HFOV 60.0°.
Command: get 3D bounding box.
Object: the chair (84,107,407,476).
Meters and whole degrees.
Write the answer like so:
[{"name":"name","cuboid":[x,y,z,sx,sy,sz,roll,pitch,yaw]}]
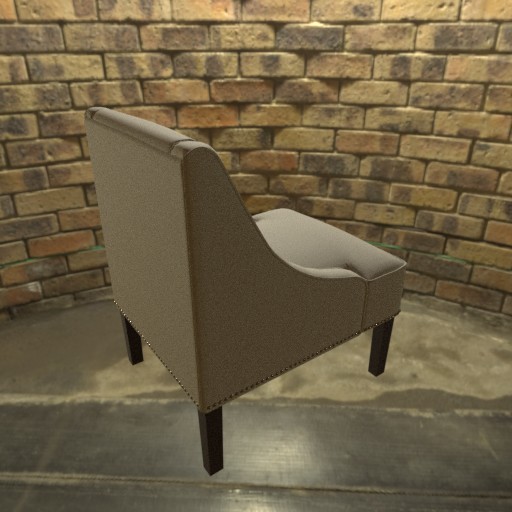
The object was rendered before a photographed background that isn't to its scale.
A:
[{"name":"chair","cuboid":[0.000,0.000,1.357,0.737,0.864,0.610,-18,32,-31]}]
